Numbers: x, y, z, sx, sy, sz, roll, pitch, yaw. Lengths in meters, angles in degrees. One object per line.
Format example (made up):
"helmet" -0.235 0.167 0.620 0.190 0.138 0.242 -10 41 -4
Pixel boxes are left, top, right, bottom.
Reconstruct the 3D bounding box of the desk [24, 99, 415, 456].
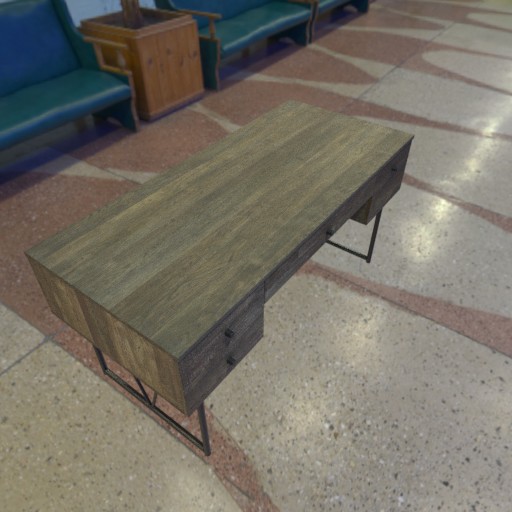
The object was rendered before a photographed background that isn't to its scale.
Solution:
"desk" 0.000 0.000 2.046 0.730 0.780 1.600 26 48 27
